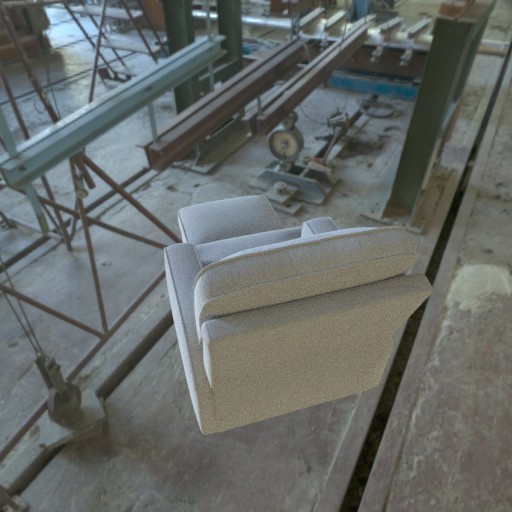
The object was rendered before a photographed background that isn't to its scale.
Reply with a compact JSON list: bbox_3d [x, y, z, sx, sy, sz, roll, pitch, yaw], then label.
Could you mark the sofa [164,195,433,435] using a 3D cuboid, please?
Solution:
[{"bbox_3d":[0.000,0.000,2.105,0.861,0.959,1.472,-11,41,-13],"label":"sofa"}]
